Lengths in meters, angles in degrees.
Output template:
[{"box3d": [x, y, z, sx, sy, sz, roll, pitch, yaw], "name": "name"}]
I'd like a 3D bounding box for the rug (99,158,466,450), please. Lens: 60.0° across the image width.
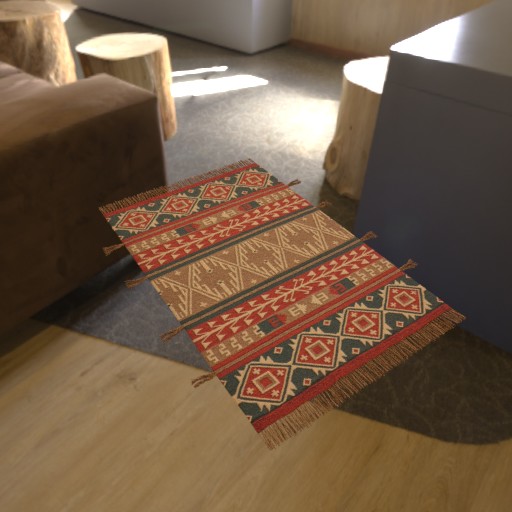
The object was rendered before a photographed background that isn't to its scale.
[{"box3d": [0.000, 0.000, 2.625, 1.469, 0.040, 2.025, -24, 47, -25], "name": "rug"}]
